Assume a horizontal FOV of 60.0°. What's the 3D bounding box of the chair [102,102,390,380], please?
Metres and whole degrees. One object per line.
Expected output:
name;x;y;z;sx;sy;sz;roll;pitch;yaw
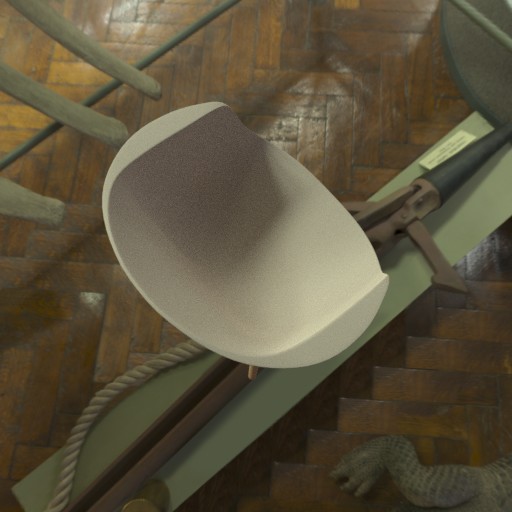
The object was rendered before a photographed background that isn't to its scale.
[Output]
chair;0.000;0.000;1.137;0.504;0.781;0.593;-39;78;-10
